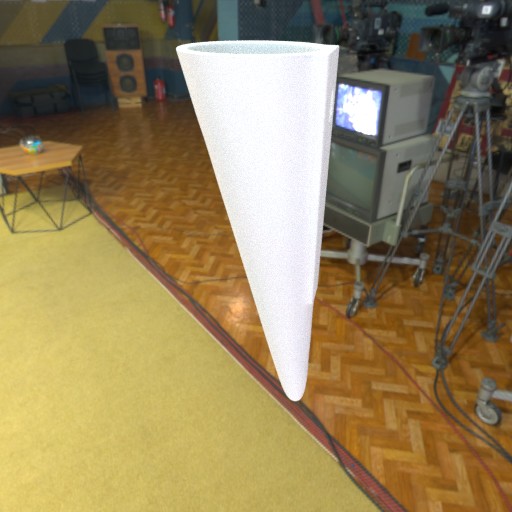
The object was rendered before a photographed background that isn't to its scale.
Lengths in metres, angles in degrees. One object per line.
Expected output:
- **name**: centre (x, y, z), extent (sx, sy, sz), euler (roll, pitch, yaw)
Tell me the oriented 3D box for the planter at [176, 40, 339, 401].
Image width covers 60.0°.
- **planter**: centre (0.000, 0.000, 0.225), extent (0.064, 0.193, 0.057), euler (8, 31, 13)
